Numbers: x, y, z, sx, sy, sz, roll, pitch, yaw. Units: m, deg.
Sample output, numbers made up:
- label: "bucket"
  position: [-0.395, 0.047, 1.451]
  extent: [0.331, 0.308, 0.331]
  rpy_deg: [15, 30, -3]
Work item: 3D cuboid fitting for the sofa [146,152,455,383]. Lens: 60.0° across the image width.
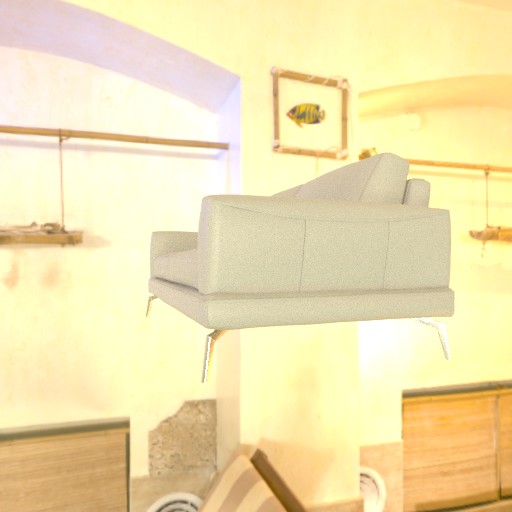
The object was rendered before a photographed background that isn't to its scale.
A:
- label: "sofa"
  position: [0.000, 0.000, 2.676]
  extent: [1.121, 0.930, 2.177]
  rpy_deg: [0, -1, -19]
